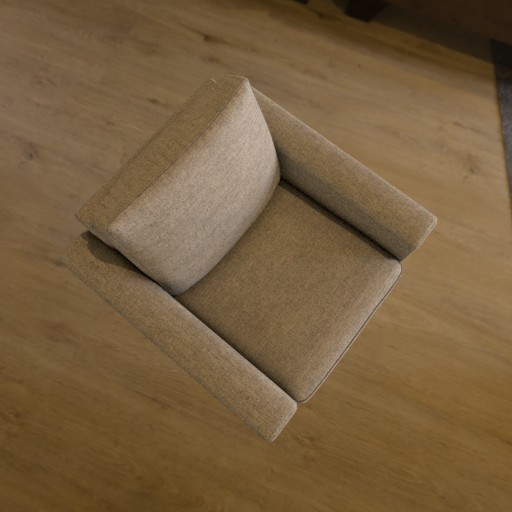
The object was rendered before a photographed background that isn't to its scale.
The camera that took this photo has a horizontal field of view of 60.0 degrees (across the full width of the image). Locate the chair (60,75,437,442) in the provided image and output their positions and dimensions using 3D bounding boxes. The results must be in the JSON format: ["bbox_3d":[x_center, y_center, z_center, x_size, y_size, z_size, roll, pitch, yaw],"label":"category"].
[{"bbox_3d":[0.000,0.000,1.820,1.038,1.010,1.024,38,78,10],"label":"chair"}]
